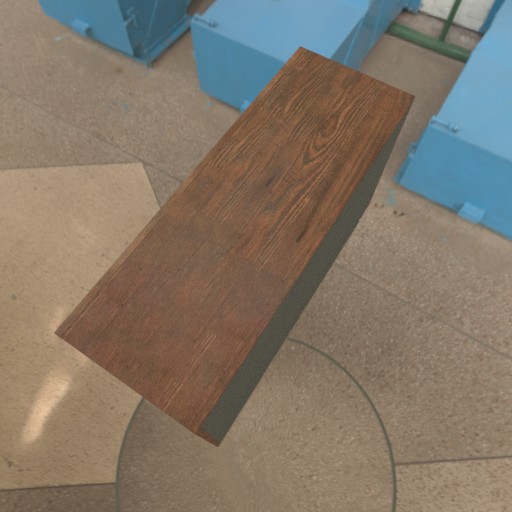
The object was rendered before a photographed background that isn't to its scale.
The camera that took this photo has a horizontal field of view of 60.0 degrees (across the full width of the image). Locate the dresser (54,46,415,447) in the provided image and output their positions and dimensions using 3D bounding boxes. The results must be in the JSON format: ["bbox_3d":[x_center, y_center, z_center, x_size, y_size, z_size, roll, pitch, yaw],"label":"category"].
[{"bbox_3d":[0.000,0.000,2.203,0.623,1.061,1.646,30,68,14],"label":"dresser"}]
